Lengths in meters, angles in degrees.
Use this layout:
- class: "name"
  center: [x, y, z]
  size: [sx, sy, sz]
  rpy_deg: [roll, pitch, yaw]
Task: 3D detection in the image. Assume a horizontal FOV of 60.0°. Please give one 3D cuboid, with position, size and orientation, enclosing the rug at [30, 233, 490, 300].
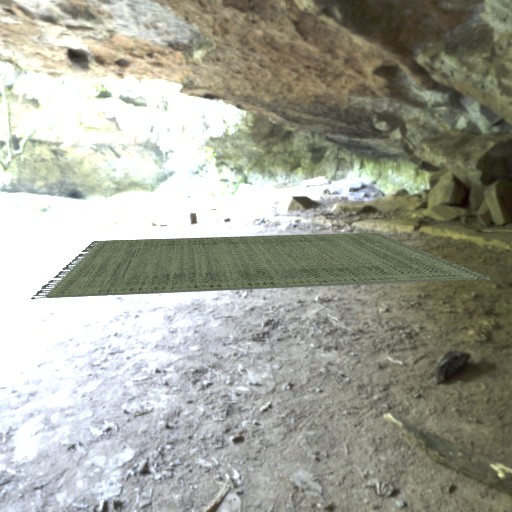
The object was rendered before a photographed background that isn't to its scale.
- class: "rug"
  center: [0.000, 0.000, 3.070]
  size: [2.486, 0.013, 1.548]
  rpy_deg: [-2, 13, -8]
